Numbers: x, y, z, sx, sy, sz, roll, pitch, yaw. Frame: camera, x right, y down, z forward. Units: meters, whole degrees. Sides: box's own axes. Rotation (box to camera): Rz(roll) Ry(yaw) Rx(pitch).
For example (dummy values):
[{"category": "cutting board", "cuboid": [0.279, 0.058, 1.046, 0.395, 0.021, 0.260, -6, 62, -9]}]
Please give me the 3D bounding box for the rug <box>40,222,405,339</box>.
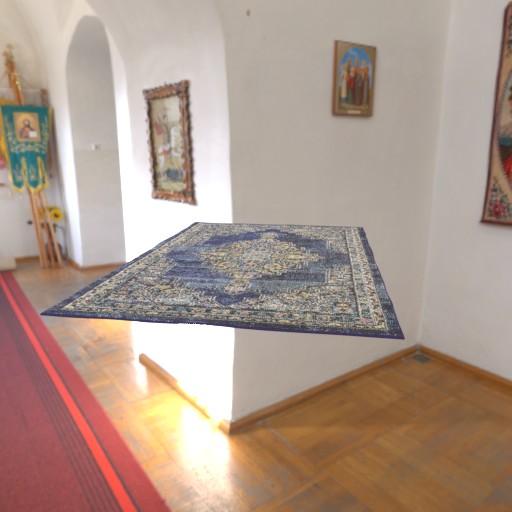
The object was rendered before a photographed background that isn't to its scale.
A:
[{"category": "rug", "cuboid": [0.000, 0.000, 2.241, 1.184, 0.012, 1.781, 2, 15, 9]}]
